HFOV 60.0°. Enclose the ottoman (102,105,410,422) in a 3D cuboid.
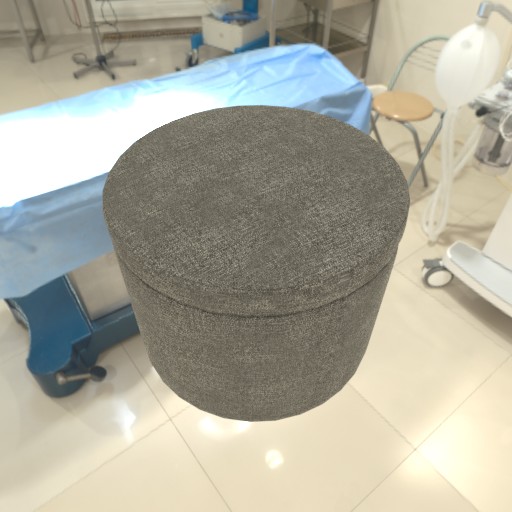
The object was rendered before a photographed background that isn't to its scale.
[{"bbox_3d":[0.000,0.000,0.865,0.500,0.419,0.500,0,45,0],"label":"ottoman"}]
